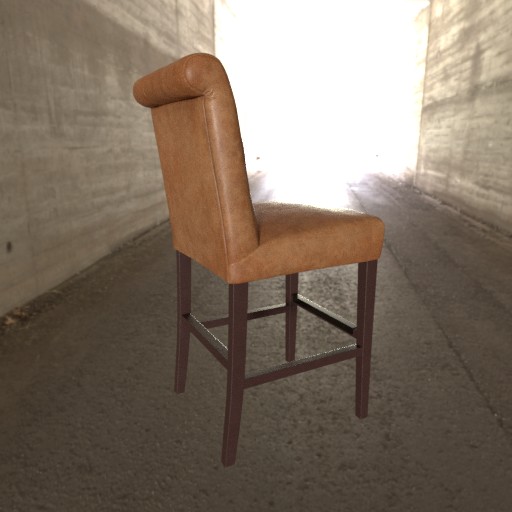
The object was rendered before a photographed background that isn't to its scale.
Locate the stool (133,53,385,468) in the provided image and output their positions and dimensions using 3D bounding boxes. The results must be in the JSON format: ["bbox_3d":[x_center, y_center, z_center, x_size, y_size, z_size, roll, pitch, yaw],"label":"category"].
[{"bbox_3d":[0.000,0.000,1.360,0.601,1.047,0.493,-8,16,-27],"label":"stool"}]
